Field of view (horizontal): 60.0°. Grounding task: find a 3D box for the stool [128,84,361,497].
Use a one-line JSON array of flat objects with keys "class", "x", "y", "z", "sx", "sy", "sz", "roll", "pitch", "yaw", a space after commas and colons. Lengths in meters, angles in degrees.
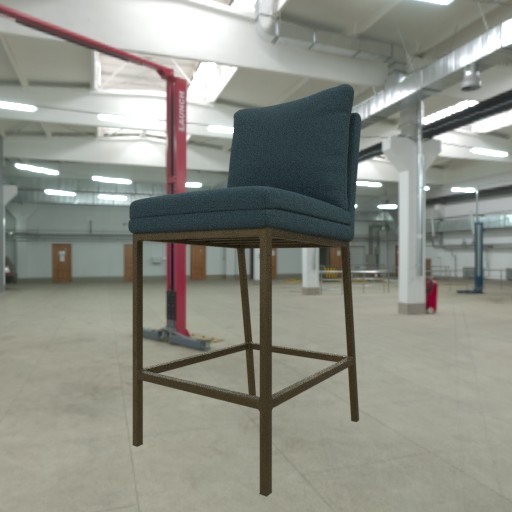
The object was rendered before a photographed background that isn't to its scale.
[{"class": "stool", "x": 0.000, "y": 0.000, "z": 1.298, "sx": 0.463, "sy": 1.032, "sz": 0.568, "roll": 0, "pitch": 0, "yaw": 36}]
